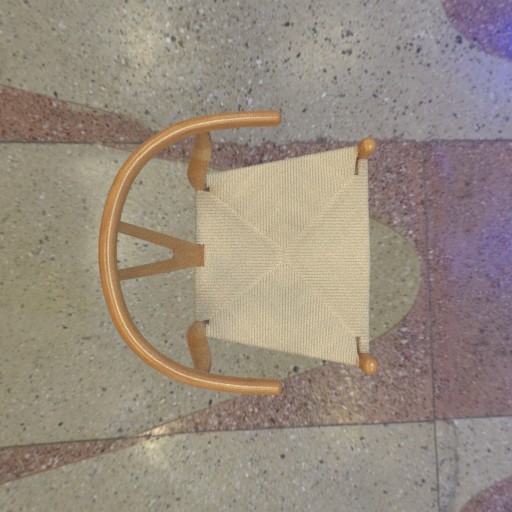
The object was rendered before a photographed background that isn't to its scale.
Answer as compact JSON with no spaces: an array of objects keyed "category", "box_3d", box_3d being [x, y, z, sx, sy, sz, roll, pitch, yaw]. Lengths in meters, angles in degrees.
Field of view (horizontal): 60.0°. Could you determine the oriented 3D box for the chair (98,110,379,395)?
[{"category":"chair","box_3d":[0.000,0.000,1.152,0.579,0.730,0.569,0,88,-1]}]
